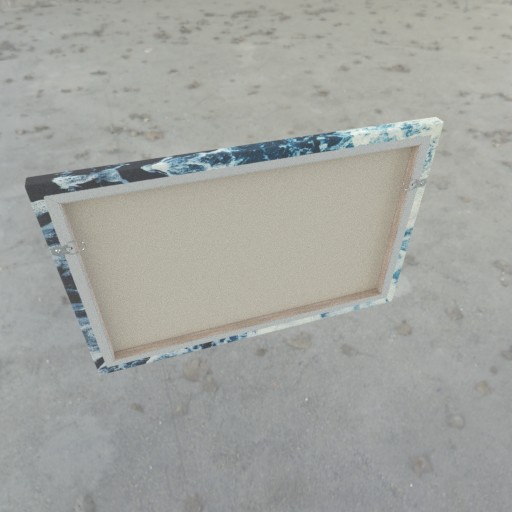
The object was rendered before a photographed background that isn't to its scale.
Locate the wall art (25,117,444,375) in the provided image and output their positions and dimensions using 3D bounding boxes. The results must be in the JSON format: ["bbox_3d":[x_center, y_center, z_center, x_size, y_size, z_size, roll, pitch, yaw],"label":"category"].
[{"bbox_3d":[0.000,0.000,1.896,1.524,1.017,0.055,-12,42,-13],"label":"wall art"}]
